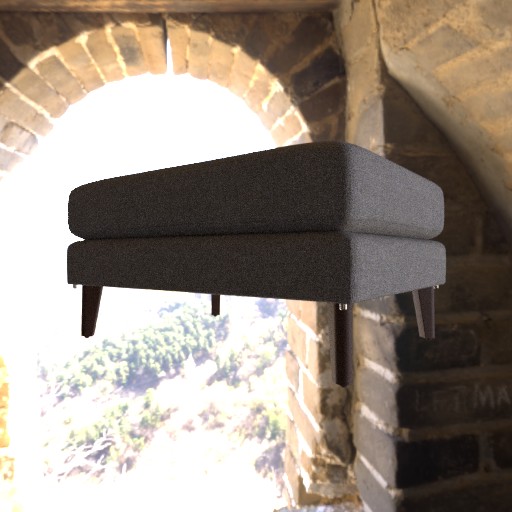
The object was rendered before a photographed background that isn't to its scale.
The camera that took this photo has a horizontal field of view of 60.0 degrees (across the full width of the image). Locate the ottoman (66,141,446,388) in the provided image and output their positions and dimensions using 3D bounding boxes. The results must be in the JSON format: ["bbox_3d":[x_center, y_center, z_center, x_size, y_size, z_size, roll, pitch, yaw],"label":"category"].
[{"bbox_3d":[0.000,0.000,1.174,0.821,0.441,0.611,0,0,36],"label":"ottoman"}]
